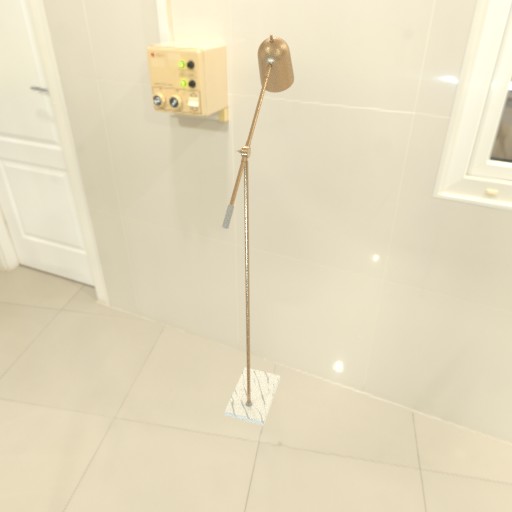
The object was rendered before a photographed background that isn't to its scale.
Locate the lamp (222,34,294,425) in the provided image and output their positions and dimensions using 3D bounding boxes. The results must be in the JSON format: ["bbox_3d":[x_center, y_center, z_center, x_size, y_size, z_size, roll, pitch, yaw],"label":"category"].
[{"bbox_3d":[0.000,0.000,1.809,0.194,1.594,0.653,10,33,15],"label":"lamp"}]
